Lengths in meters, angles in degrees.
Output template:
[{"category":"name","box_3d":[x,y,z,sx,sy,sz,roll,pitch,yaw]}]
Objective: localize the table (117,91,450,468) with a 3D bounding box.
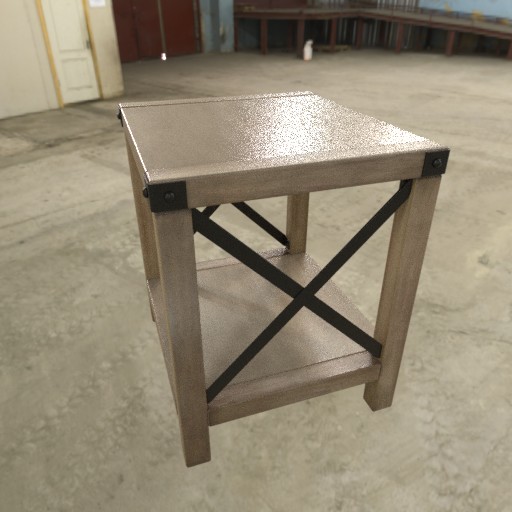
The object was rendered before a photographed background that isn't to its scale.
[{"category":"table","box_3d":[0.000,0.000,0.937,0.459,0.561,0.510,-10,31,-16]}]
